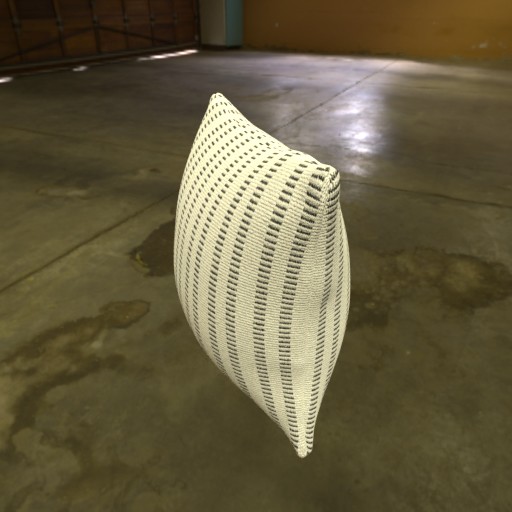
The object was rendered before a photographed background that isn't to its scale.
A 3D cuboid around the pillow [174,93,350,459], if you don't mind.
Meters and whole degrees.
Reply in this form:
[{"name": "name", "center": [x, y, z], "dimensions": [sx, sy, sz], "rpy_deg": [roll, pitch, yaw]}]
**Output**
[{"name": "pillow", "center": [0.000, 0.000, 0.691], "dimensions": [0.247, 0.419, 0.438], "rpy_deg": [-10, 31, -17]}]
